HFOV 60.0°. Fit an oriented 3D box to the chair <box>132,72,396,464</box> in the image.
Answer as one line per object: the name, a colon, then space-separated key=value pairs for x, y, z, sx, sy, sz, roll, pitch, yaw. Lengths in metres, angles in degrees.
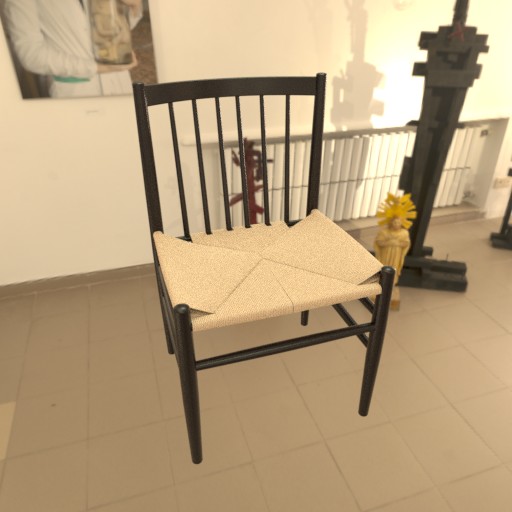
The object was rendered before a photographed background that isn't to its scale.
chair: x=0.000 y=0.000 z=1.141 sx=0.495 sy=0.818 sz=0.516 roll=-9 pitch=32 yaw=-15
